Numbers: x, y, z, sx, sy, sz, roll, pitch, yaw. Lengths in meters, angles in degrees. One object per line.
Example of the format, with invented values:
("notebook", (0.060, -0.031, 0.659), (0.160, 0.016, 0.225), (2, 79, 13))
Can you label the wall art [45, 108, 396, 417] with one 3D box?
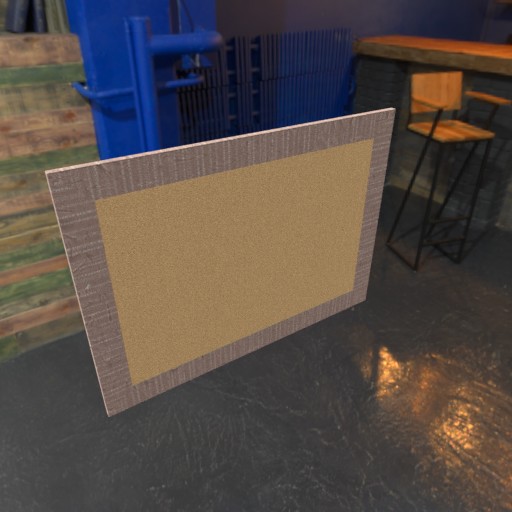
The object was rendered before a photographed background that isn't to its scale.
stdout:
("wall art", (0.000, 0.000, 1.374), (1.056, 0.761, 0.020), (-19, 36, -28))
